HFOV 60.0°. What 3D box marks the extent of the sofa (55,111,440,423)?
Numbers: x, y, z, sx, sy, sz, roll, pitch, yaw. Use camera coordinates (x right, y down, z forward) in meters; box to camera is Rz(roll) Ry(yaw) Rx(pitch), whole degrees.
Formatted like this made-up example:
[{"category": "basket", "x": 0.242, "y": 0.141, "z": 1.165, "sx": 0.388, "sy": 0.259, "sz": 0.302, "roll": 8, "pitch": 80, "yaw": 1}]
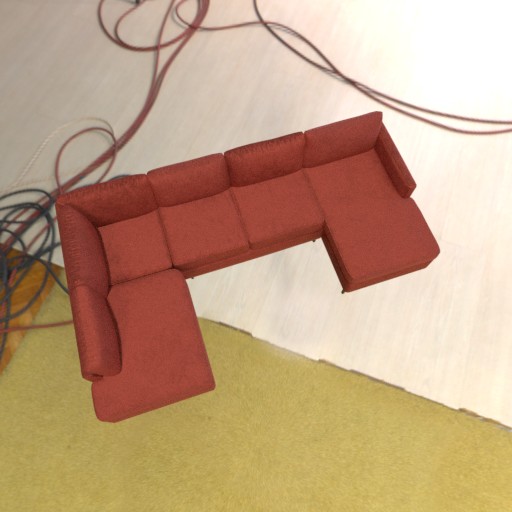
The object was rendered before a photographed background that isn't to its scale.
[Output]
[{"category": "sofa", "x": 0.000, "y": 0.000, "z": 4.256, "sx": 3.434, "sy": 0.992, "sz": 2.055, "roll": -17, "pitch": 68, "yaw": -7}]
